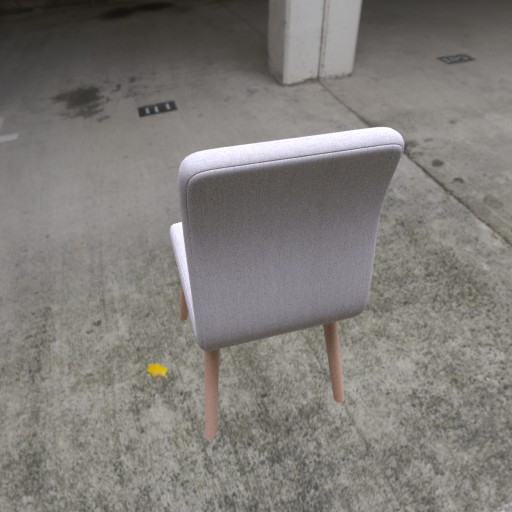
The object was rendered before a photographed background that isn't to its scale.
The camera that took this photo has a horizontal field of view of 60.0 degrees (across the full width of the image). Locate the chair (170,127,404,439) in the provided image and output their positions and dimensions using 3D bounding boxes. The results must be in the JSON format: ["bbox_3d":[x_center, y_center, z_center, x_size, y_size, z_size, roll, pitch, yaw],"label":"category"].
[{"bbox_3d":[0.000,0.000,1.200,0.435,0.885,0.550,-11,41,-13],"label":"chair"}]
